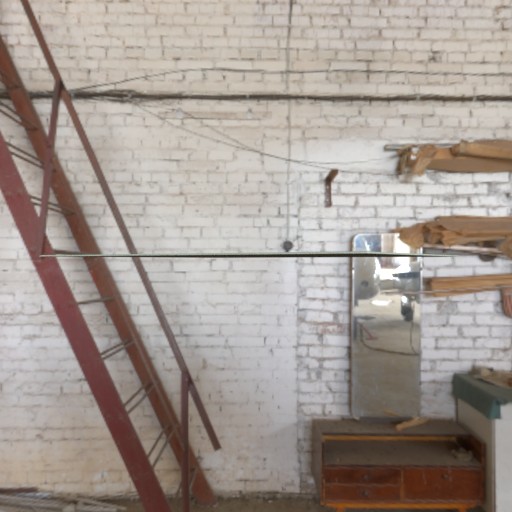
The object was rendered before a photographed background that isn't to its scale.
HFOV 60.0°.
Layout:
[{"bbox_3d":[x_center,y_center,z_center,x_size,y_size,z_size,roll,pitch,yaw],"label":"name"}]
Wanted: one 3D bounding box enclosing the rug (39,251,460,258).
[{"bbox_3d":[0.000,0.000,3.992,2.980,0.012,2.363,0,-1,35],"label":"rug"}]
